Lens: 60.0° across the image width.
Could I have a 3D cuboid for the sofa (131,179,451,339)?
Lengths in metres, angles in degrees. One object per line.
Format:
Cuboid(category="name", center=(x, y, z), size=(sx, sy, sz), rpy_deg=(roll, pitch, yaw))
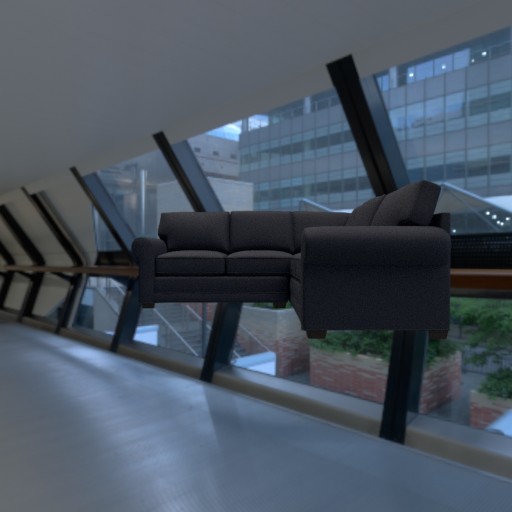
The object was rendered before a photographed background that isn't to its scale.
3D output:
Cuboid(category="sofa", center=(0.000, 0.000, 3.987), size=(2.487, 1.042, 2.562), rpy_deg=(0, 0, 1))
